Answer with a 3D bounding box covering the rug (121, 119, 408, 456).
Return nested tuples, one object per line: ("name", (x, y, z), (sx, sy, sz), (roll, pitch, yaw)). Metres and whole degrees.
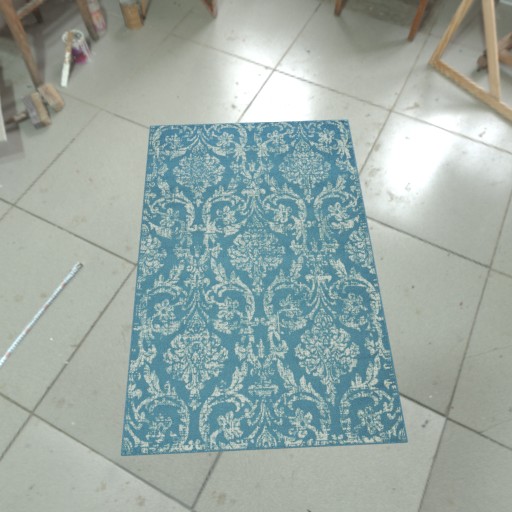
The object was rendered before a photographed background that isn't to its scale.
("rug", (0.000, 0.000, 3.425), (1.816, 0.018, 2.746), (-2, 63, -1))
